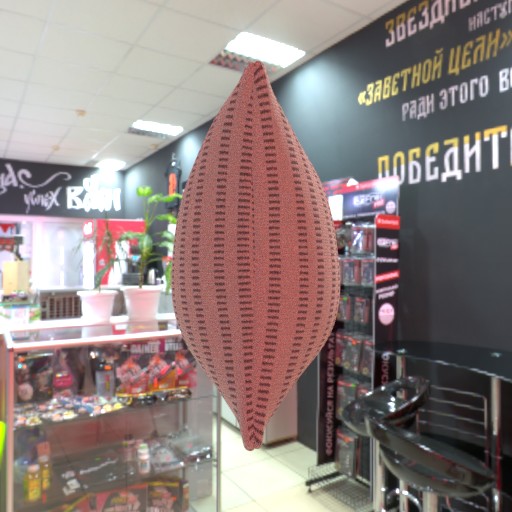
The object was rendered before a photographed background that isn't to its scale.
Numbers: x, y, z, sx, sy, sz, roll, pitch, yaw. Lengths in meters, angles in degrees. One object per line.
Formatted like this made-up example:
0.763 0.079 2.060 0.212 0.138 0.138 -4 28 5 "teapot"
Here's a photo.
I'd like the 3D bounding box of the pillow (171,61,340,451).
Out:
0.000 0.000 0.686 0.247 0.419 0.438 0 0 0 "pillow"
